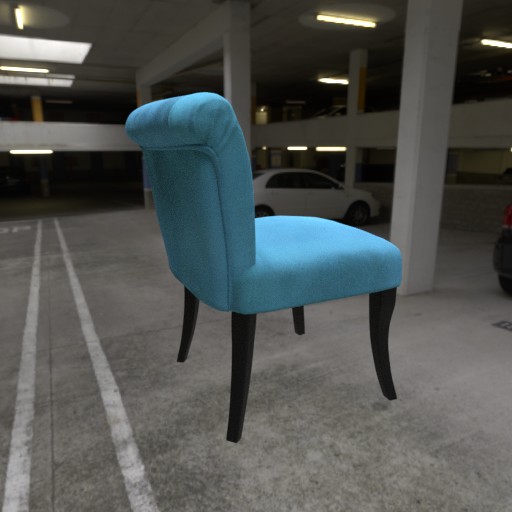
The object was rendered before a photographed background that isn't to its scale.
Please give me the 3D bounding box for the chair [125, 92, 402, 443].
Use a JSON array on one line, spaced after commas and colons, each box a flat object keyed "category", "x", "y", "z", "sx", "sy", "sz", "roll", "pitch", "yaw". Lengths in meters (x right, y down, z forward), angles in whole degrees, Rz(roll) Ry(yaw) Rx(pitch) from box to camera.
[{"category": "chair", "x": 0.000, "y": 0.000, "z": 1.178, "sx": 0.605, "sy": 0.750, "sz": 0.582, "roll": -7, "pitch": 15, "yaw": -25}]
